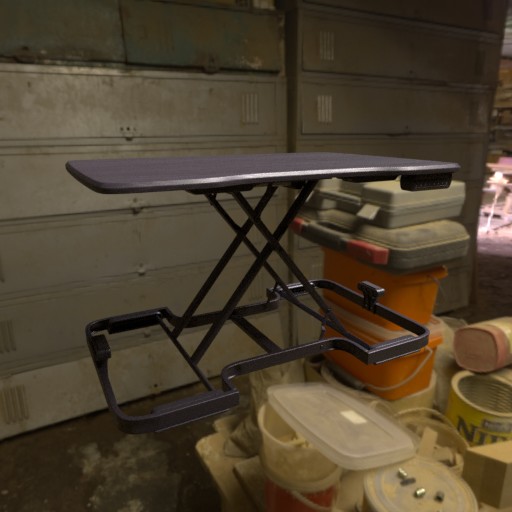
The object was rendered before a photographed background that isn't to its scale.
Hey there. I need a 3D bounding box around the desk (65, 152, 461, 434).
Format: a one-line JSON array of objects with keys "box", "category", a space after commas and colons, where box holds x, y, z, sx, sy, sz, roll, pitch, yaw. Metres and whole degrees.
[{"box": [0.000, 0.000, 1.126, 0.820, 0.470, 0.546, -8, 18, -26], "category": "desk"}]
